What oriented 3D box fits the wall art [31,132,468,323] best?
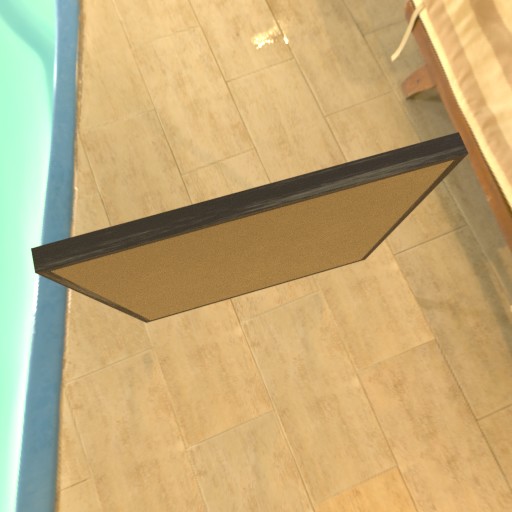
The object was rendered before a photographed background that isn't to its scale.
[{"bbox_3d":[0.000,0.000,1.120,0.762,0.758,0.043,-16,76,-4],"label":"wall art"}]
